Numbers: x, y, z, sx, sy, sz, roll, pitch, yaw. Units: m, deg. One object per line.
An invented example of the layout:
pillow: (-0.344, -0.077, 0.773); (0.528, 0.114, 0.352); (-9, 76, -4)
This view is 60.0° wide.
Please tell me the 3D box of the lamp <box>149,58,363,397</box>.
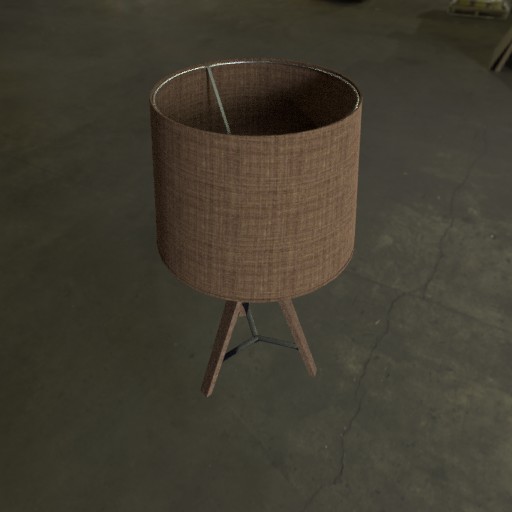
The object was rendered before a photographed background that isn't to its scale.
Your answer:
lamp: (0.000, 0.000, 0.690); (0.290, 0.514, 0.290); (0, 40, 0)
